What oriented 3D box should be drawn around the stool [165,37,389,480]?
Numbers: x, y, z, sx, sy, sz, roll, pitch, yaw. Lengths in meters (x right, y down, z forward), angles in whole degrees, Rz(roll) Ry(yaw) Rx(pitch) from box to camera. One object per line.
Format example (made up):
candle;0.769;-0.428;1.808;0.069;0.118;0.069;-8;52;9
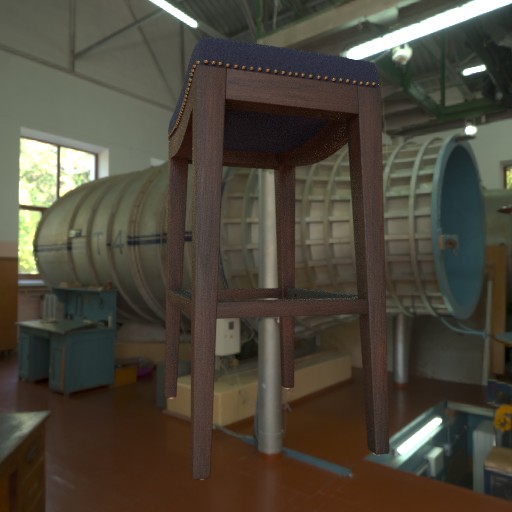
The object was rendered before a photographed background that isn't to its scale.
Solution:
stool;0.000;0.000;1.002;0.358;0.740;0.498;1;-2;-17
